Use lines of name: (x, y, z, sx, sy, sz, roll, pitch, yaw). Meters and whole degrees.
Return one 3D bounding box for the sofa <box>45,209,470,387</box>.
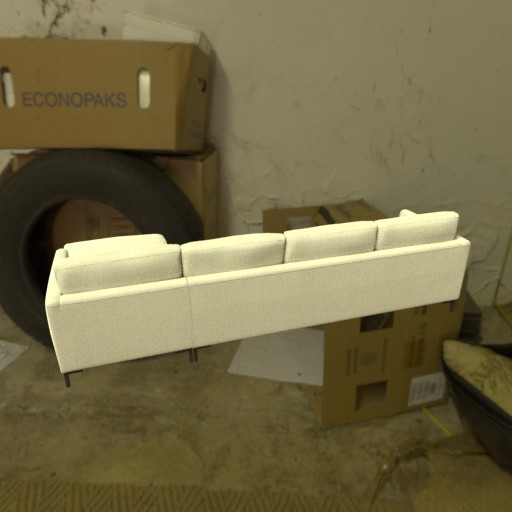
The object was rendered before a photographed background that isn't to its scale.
sofa: (0.000, 0.000, 2.917, 2.445, 0.677, 1.126, -8, 26, -16)
